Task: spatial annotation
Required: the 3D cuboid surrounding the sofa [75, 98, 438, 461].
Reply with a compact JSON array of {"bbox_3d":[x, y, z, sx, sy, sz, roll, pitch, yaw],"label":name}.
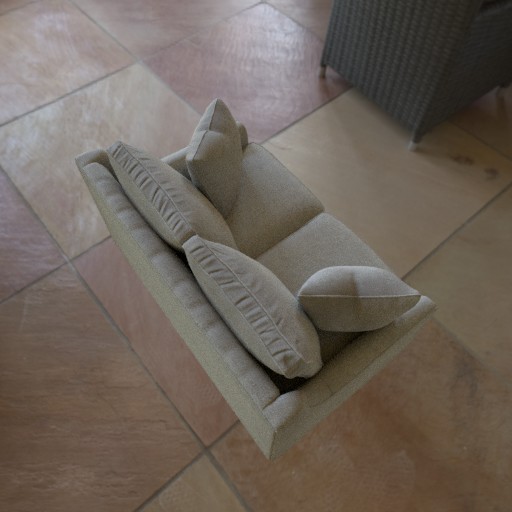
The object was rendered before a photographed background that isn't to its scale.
[{"bbox_3d":[0.000,0.000,2.041,0.915,0.863,1.422,-33,64,-19],"label":"sofa"}]
